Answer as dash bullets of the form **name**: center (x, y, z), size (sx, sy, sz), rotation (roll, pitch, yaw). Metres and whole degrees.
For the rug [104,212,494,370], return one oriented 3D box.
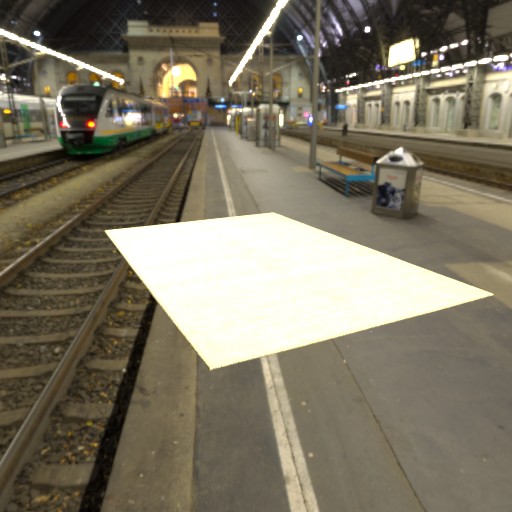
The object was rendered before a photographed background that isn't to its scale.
- **rug**: center (0.000, 0.000, 2.334), size (1.250, 0.015, 1.850), rotation (-9, 19, -26)
